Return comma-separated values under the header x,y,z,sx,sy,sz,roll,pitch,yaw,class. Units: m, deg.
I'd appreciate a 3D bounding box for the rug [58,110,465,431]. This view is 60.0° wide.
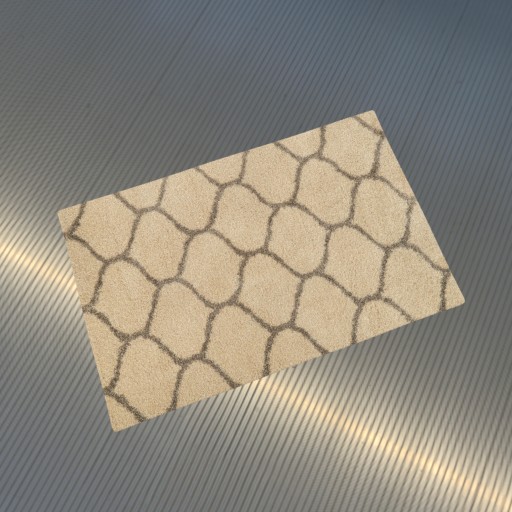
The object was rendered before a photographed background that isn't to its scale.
x,y,z,sx,sy,sz,roll,pitch,yaw,class
0.000,0.000,2.946,2.348,0.024,1.501,-19,76,-5,rug
